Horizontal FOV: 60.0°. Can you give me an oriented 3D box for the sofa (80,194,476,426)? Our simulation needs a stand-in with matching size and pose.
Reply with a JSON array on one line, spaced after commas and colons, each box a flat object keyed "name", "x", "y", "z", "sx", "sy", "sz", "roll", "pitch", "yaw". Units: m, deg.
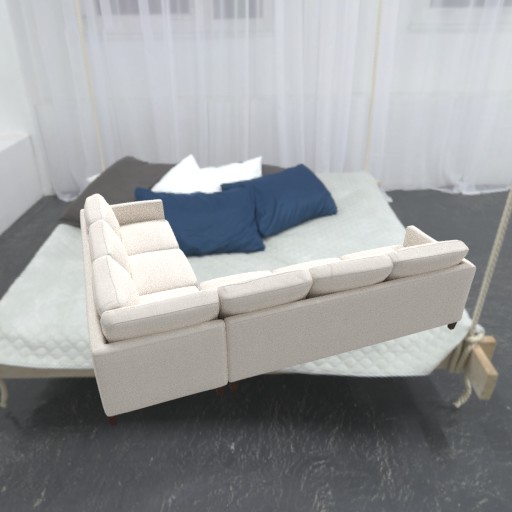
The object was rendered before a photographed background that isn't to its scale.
[{"name": "sofa", "x": 0.000, "y": 0.000, "z": 4.567, "sx": 3.302, "sy": 0.947, "sz": 2.593, "roll": -11, "pitch": 31, "yaw": -18}]
